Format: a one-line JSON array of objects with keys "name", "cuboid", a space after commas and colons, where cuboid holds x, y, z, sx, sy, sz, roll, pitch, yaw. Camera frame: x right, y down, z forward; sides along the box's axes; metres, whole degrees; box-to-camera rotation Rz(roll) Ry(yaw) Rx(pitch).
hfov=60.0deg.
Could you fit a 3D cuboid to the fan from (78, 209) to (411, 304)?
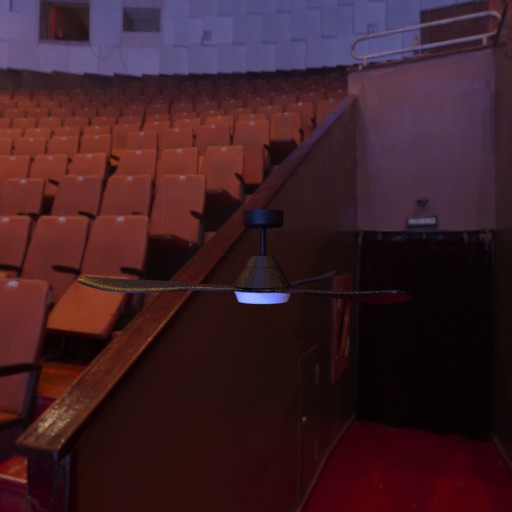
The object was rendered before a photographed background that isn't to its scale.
[{"name": "fan", "cuboid": [0.000, 0.000, 1.616, 1.067, 0.305, 1.067, 0, 0, 19]}]
